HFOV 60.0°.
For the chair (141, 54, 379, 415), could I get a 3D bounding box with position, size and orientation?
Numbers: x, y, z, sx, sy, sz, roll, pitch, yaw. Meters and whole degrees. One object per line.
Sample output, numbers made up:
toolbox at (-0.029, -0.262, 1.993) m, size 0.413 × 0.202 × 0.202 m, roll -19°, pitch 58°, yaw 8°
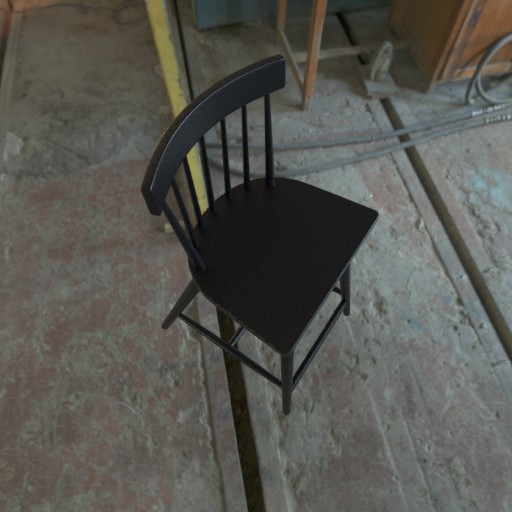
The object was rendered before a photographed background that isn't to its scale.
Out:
chair at (0.000, 0.000, 1.279) m, size 0.572 × 0.952 × 0.483 m, roll 30°, pitch 63°, yaw 17°
